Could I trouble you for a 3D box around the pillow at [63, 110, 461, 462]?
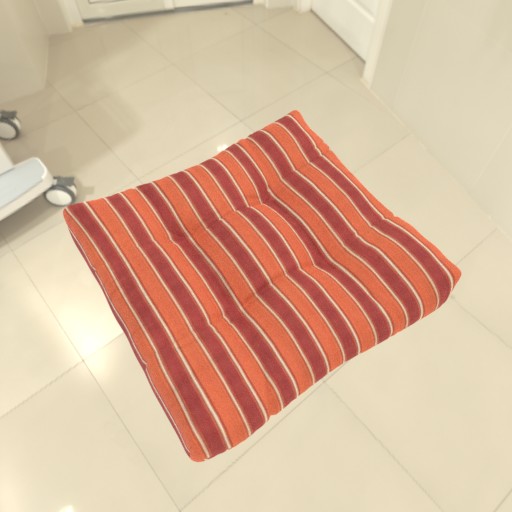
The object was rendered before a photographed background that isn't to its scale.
[{"bbox_3d":[0.000,0.000,0.741,0.490,0.133,0.468,-29,62,-17],"label":"pillow"}]
